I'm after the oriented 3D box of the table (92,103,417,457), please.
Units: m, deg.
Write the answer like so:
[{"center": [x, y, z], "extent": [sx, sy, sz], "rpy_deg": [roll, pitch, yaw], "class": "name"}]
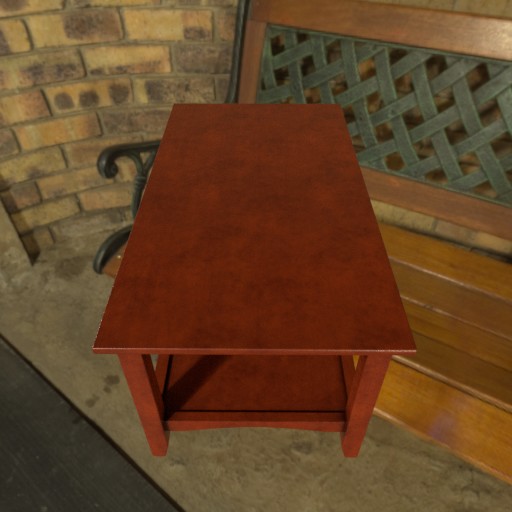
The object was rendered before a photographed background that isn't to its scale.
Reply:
[{"center": [0.000, 0.000, 1.222], "extent": [0.533, 0.456, 0.943], "rpy_deg": [0, 43, 0], "class": "table"}]
